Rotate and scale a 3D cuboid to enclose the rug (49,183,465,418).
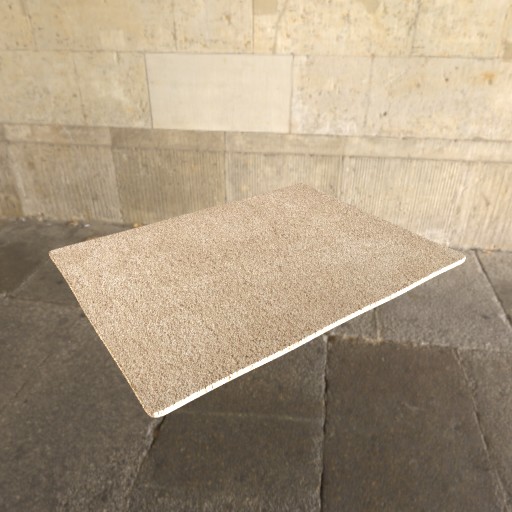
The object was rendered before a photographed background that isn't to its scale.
[{"bbox_3d":[0.000,0.000,2.110,1.600,0.025,1.199,-20,35,-30],"label":"rug"}]
